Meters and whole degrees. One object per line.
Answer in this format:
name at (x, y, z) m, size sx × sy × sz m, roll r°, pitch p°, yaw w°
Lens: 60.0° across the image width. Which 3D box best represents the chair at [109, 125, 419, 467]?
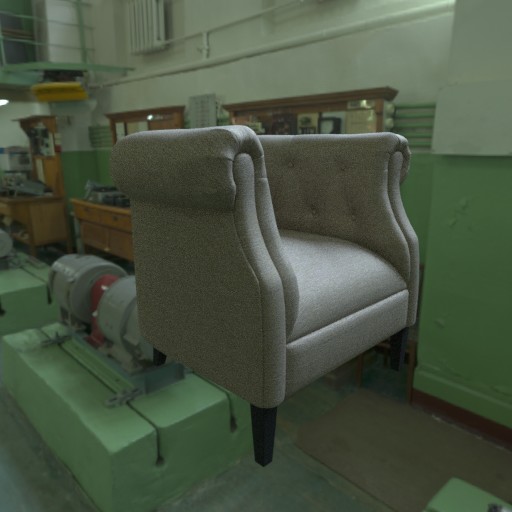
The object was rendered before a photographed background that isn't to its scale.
chair at (0.000, 0.000, 1.521) m, size 0.905 × 0.827 × 0.852 m, roll -13°, pitch 19°, yaw -43°
